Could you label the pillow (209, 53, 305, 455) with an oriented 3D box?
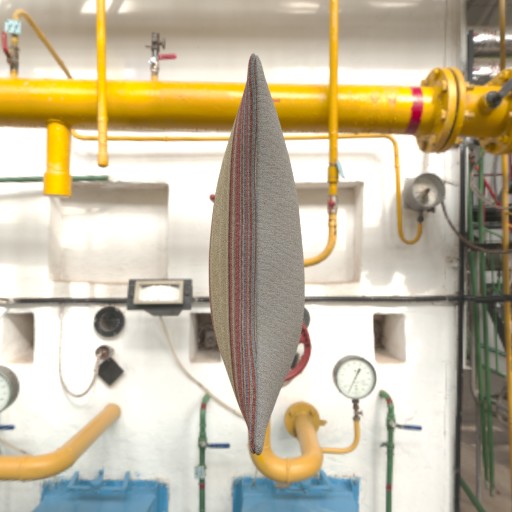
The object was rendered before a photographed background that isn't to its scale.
[{"bbox_3d":[0.000,0.000,0.667,0.136,0.419,0.437,0,-1,0],"label":"pillow"}]
